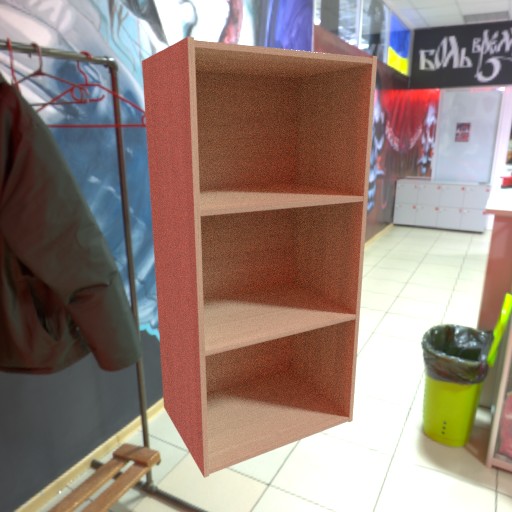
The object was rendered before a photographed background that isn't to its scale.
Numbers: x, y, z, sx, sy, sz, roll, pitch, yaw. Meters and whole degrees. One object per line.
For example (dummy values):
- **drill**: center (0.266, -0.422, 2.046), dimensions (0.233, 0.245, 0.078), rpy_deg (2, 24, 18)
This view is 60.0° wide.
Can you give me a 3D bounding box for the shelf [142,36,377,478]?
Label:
- **shelf**: center (0.000, 0.000, 1.066), dimensions (0.417, 0.876, 0.292), rpy_deg (-8, 18, -27)
